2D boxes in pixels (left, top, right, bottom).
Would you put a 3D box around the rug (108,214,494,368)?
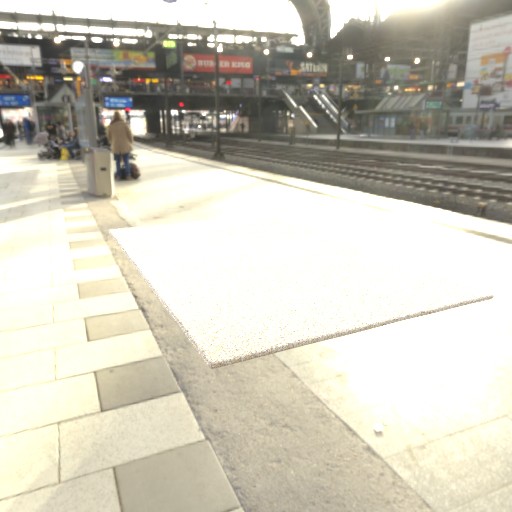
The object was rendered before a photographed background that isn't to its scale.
[{"bbox_3d":[0.000,0.000,3.397,1.778,0.030,2.743,-8,18,-25],"label":"rug"}]
